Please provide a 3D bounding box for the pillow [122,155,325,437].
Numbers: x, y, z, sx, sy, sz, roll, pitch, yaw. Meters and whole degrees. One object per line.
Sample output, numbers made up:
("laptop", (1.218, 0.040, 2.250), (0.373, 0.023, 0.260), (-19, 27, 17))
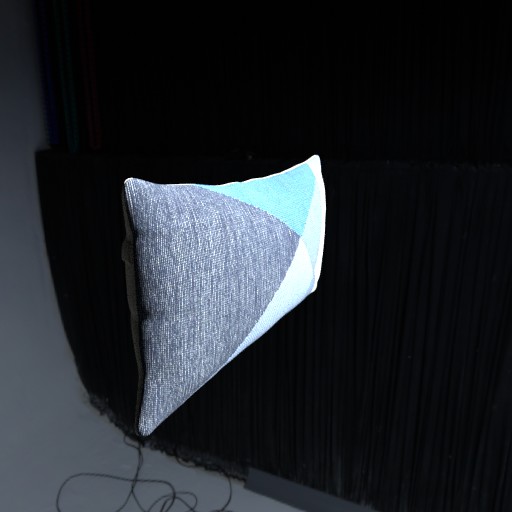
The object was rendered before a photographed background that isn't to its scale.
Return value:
("pillow", (0.000, 0.000, 0.738), (0.148, 0.307, 0.604), (8, 17, 26))
